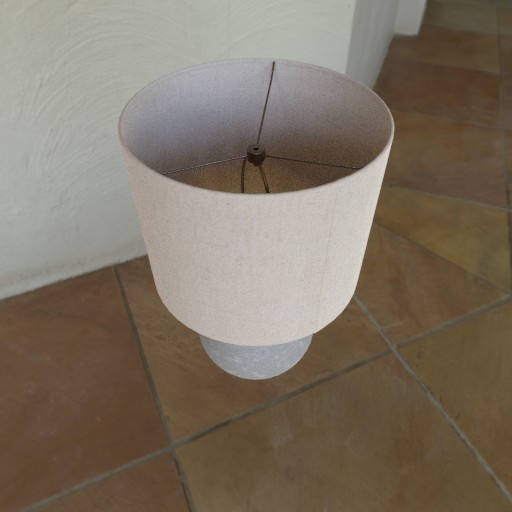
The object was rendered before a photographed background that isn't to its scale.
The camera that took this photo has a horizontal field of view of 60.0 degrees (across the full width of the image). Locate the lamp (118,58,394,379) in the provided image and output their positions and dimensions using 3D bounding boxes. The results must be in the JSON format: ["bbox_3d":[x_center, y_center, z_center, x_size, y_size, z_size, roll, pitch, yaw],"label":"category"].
[{"bbox_3d":[0.000,0.000,0.586,0.269,0.409,0.269,-16,48,-15],"label":"lamp"}]
